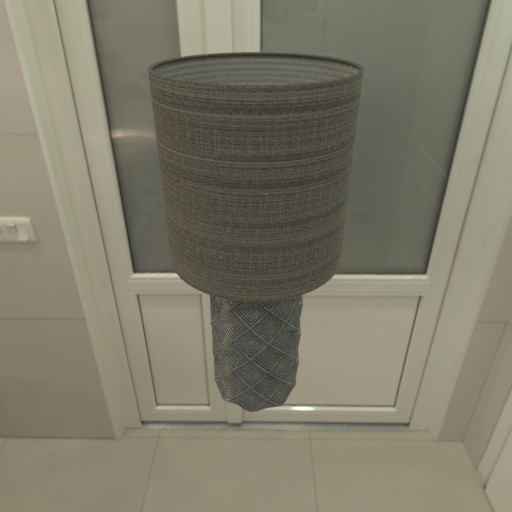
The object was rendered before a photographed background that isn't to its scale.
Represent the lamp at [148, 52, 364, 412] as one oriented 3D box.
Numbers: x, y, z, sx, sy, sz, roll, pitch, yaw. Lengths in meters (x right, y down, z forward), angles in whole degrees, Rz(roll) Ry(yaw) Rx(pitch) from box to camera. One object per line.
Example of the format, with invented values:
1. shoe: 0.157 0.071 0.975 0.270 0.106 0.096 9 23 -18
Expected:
1. lamp: 0.000 0.000 0.709 0.269 0.566 0.268 0 31 1
